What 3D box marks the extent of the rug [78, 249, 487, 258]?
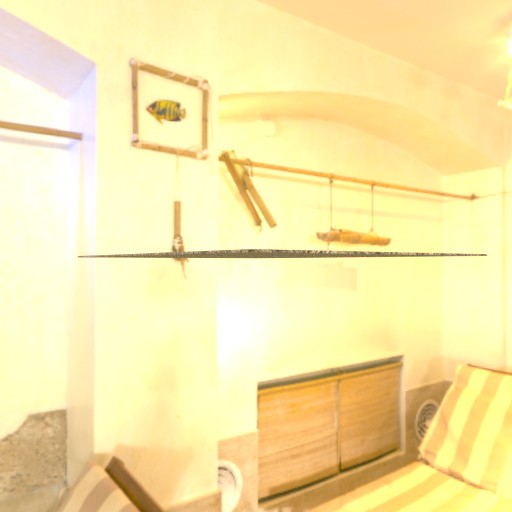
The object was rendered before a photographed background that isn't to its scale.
[{"bbox_3d":[0.000,0.000,4.236,2.448,0.017,3.204,1,-1,-37],"label":"rug"}]
